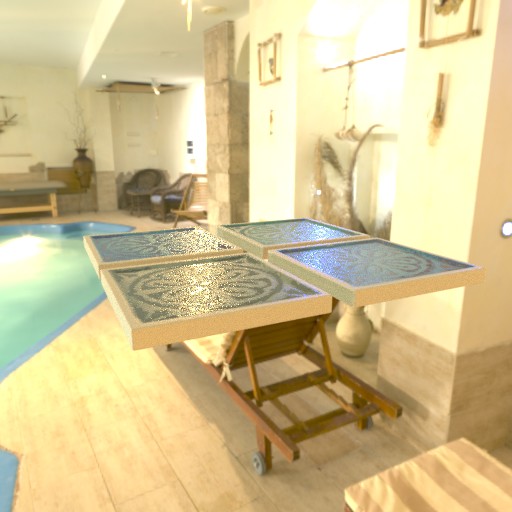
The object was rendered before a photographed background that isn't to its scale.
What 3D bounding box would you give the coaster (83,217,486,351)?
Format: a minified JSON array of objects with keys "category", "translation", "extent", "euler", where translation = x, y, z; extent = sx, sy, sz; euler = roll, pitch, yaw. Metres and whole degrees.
[{"category":"coaster","translation":[0.000,0.000,0.326],"extent":[0.219,0.010,0.214],"euler":[-7,16,-25]}]
